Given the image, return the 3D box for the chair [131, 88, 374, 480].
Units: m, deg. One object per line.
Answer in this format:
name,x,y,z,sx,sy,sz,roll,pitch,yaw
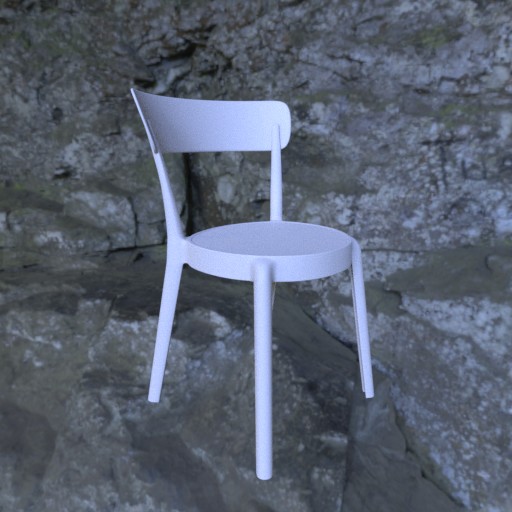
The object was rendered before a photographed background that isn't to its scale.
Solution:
chair,0.000,0.000,1.129,0.491,0.790,0.506,14,20,42
